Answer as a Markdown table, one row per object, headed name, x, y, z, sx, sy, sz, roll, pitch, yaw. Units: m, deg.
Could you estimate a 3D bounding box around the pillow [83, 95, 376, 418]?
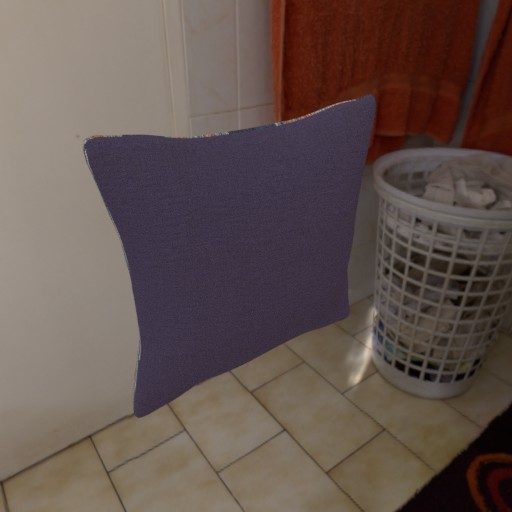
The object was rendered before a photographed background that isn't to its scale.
| name | x | y | z | sx | sy | sz | roll | pitch | yaw |
| --- | --- | --- | --- | --- | --- | --- | --- | --- | --- |
| pillow | 0.000 | 0.000 | 0.660 | 0.437 | 0.419 | 0.136 | -19 | 35 | -29 |
